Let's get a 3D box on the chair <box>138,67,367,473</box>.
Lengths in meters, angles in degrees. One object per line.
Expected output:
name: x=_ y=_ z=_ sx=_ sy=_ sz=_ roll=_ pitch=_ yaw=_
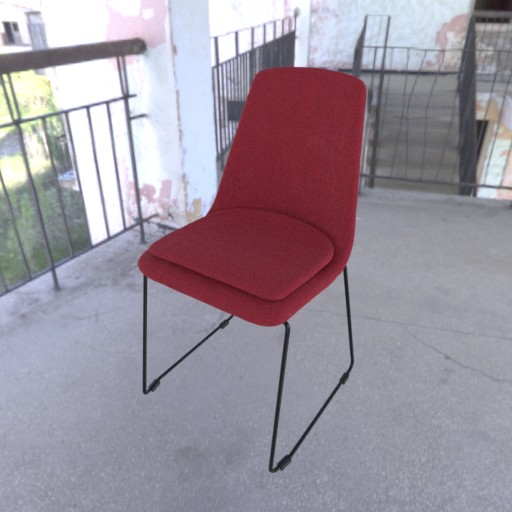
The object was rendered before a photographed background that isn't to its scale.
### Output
chair: x=0.000 y=0.000 z=1.151 sx=0.479 sy=0.858 sz=0.518 roll=19 pitch=35 yaw=29
